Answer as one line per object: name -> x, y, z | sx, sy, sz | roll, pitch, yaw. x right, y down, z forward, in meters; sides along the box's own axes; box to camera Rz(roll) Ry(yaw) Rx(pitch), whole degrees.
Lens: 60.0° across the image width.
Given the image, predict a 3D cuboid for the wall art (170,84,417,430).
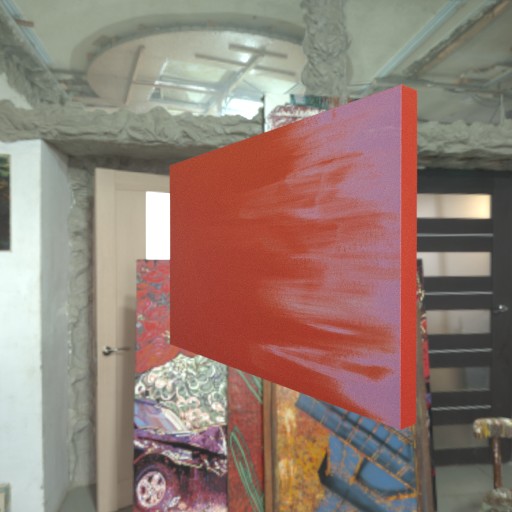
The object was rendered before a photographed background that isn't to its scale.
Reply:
wall art -> 0.000, 0.000, 0.771 | 0.033, 0.405, 0.607 | 0, 1, -37
